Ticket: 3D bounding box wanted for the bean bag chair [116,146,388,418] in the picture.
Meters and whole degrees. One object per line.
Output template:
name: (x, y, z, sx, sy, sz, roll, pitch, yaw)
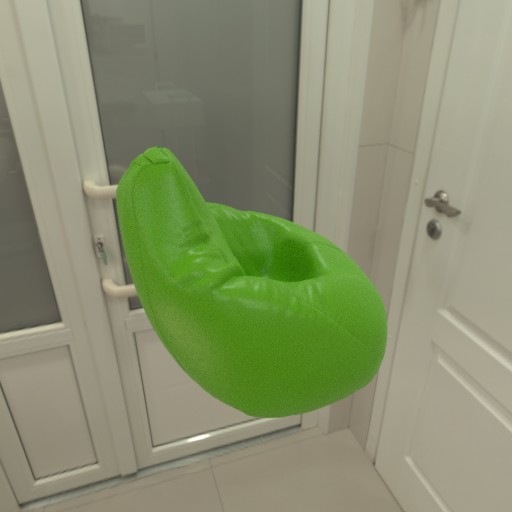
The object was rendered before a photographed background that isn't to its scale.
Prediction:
bean bag chair: (0.000, 0.000, 1.900, 1.070, 0.990, 1.070, -9, 29, -17)
